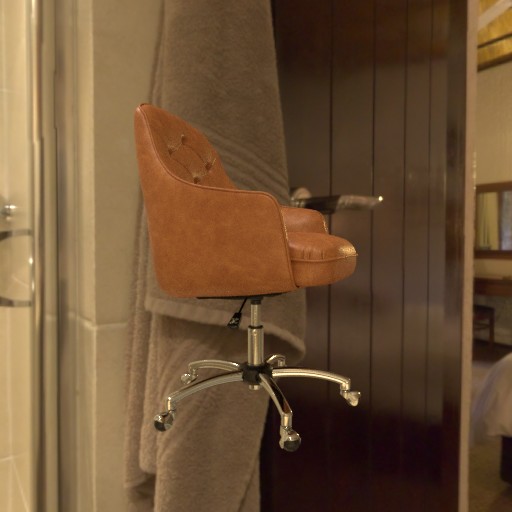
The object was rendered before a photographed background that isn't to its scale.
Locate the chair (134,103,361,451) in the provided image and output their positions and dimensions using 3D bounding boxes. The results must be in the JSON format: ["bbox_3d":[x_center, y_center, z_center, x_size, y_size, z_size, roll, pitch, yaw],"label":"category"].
[{"bbox_3d":[0.000,0.000,1.353,0.615,0.909,0.628,0,1,19],"label":"chair"}]
